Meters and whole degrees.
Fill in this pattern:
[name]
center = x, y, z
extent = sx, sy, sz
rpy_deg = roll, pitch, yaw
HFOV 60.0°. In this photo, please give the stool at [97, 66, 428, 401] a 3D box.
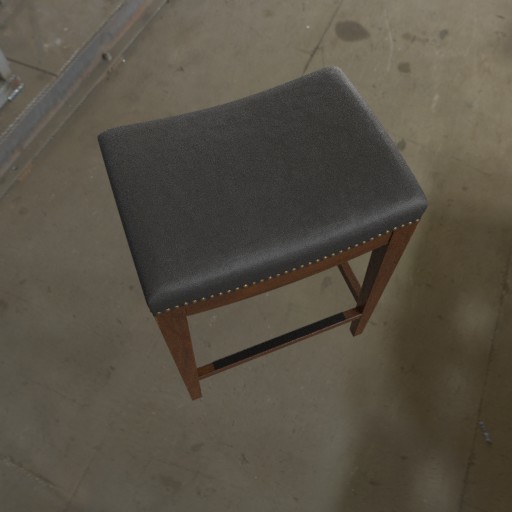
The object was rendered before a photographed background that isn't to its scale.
[stool]
center = 0.000, 0.000, 0.962
extent = 0.490, 0.664, 0.353
rpy_deg = -19, 65, -9
